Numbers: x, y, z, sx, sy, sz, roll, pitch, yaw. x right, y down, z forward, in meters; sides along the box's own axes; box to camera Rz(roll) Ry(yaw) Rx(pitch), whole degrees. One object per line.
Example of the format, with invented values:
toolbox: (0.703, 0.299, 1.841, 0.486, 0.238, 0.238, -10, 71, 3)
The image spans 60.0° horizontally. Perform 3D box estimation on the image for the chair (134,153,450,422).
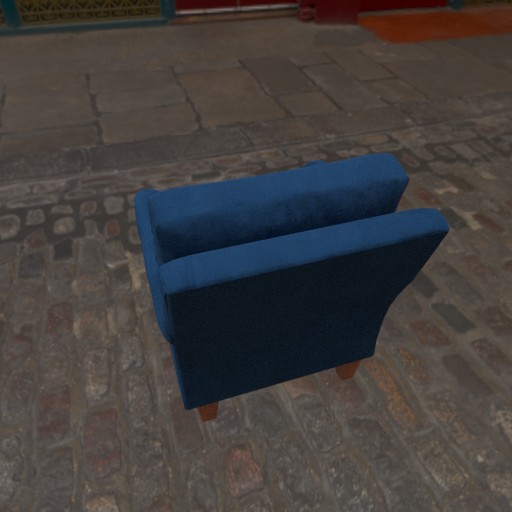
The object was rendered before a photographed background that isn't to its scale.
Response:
chair: (0.000, 0.000, 1.840, 0.895, 1.076, 1.078, -12, 43, -14)
